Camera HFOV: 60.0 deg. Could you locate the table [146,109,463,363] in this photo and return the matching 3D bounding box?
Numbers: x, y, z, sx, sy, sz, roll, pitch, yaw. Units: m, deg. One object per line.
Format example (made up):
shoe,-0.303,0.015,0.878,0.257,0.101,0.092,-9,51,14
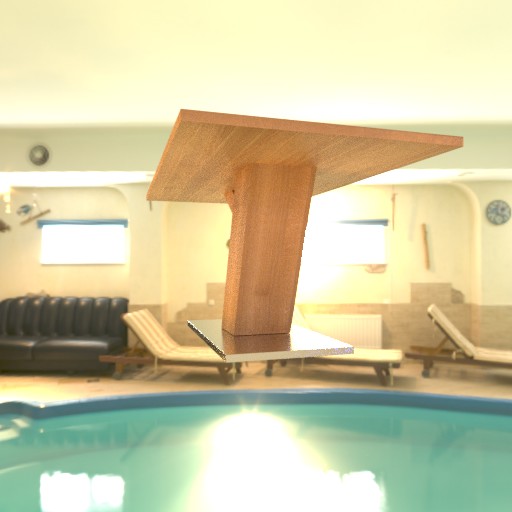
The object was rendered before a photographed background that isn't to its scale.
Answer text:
table,0.000,0.000,2.048,0.900,0.750,1.600,0,-1,-17
